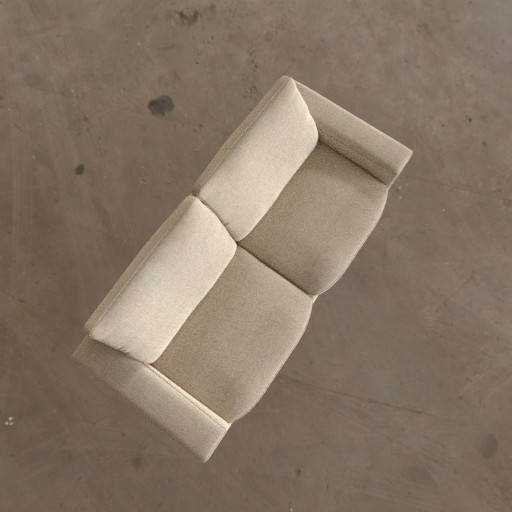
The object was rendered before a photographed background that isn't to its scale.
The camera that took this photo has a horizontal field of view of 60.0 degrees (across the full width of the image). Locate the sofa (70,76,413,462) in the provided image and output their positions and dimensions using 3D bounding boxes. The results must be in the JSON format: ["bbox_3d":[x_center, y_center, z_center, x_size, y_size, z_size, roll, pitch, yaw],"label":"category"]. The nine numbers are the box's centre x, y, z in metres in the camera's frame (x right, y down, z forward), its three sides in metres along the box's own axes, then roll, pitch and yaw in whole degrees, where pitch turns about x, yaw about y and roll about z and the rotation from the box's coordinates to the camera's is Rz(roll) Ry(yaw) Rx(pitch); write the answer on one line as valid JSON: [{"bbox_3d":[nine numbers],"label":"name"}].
[{"bbox_3d":[0.000,0.000,2.821,1.040,0.922,2.299,34,78,8],"label":"sofa"}]
